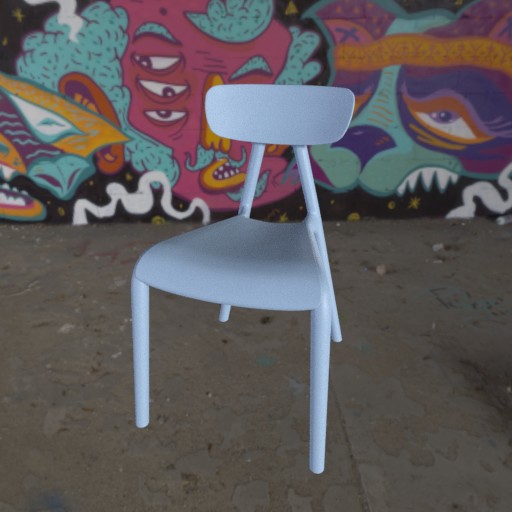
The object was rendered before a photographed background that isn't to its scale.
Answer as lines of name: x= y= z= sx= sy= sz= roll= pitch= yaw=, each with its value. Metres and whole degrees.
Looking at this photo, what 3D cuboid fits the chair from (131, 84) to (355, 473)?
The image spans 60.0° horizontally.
chair: x=0.000 y=0.000 z=0.835 sx=0.356 sy=0.580 sz=0.401 roll=8 pitch=26 yaw=16
